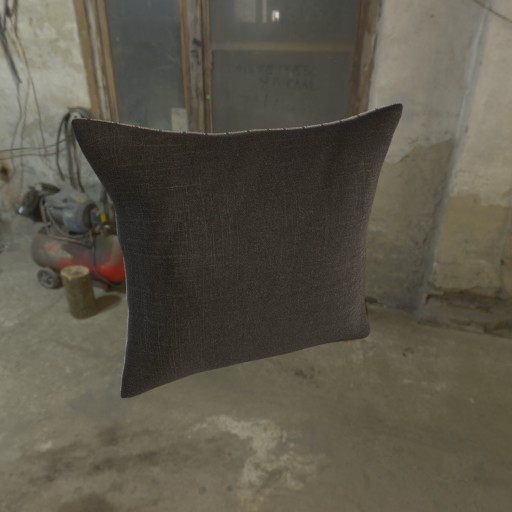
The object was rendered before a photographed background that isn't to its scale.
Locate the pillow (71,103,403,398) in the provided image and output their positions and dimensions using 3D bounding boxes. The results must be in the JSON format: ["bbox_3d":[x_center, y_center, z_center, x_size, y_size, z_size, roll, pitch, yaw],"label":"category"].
[{"bbox_3d":[0.000,0.000,0.690,0.468,0.444,0.138,-9,29,-17],"label":"pillow"}]
